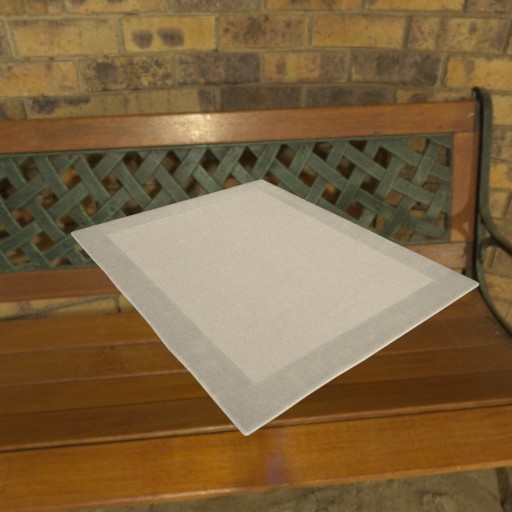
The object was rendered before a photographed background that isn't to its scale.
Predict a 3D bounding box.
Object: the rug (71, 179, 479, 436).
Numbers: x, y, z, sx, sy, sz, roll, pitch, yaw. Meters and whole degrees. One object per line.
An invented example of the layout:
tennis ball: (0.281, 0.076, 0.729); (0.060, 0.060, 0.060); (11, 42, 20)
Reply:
rug: (0.000, 0.000, 4.067); (2.430, 0.018, 2.976); (-21, 37, -31)
